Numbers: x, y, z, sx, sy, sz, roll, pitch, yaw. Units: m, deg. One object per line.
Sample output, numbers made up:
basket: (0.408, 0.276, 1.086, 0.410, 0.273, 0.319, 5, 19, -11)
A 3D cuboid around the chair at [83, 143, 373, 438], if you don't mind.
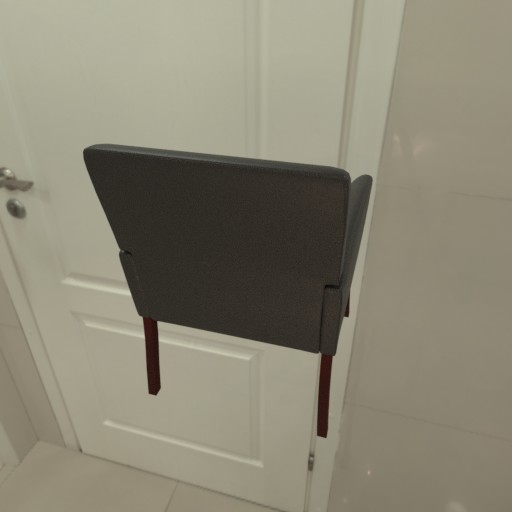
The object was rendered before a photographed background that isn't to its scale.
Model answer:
chair: (0.000, 0.000, 1.509, 0.683, 0.951, 0.772, 9, 33, 14)
